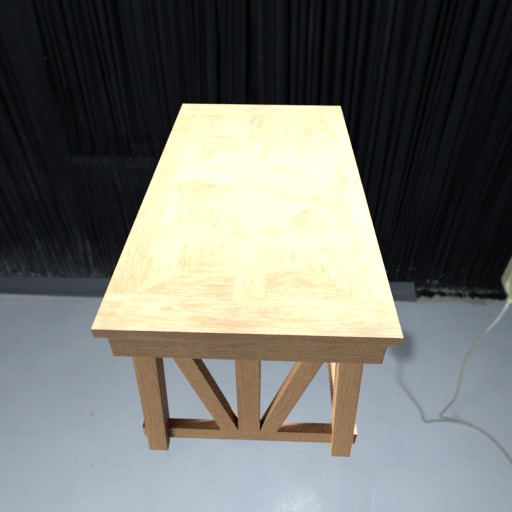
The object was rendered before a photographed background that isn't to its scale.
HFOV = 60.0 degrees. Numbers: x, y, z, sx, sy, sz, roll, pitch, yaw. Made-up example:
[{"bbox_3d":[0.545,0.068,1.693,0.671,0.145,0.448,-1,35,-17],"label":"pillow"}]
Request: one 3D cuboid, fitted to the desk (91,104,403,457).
[{"bbox_3d":[0.000,0.000,1.965,0.813,0.762,1.499,1,41,2],"label":"desk"}]
